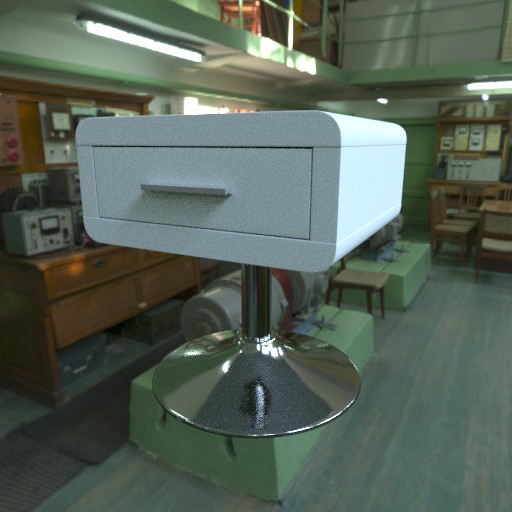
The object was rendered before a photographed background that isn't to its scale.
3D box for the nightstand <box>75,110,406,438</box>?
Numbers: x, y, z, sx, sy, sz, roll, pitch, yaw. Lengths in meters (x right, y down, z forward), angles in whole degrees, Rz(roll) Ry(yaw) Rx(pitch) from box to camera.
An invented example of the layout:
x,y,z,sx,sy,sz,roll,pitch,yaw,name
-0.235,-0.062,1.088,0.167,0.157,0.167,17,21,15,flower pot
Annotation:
x,y,z,sx,sy,sz,roll,pitch,yaw,name
0.000,0.000,0.762,0.399,0.447,0.404,8,16,27,nightstand
